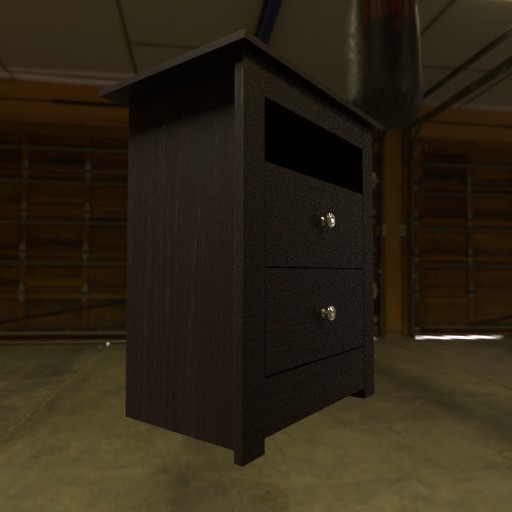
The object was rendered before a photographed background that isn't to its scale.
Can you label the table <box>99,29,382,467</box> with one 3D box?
[{"bbox_3d":[0.000,0.000,1.062,0.406,0.711,0.591,-2,-3,37],"label":"table"}]
